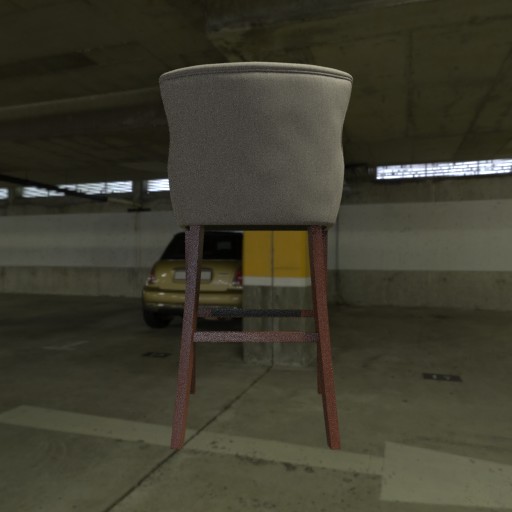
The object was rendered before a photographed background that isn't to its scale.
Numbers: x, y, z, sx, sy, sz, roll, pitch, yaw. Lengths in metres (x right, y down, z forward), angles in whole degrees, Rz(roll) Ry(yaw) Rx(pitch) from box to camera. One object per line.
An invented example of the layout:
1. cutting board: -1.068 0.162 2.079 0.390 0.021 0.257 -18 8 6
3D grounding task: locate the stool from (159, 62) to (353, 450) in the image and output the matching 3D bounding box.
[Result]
1. stool: 0.000 0.000 1.421 0.575 1.047 0.575 0 0 0
